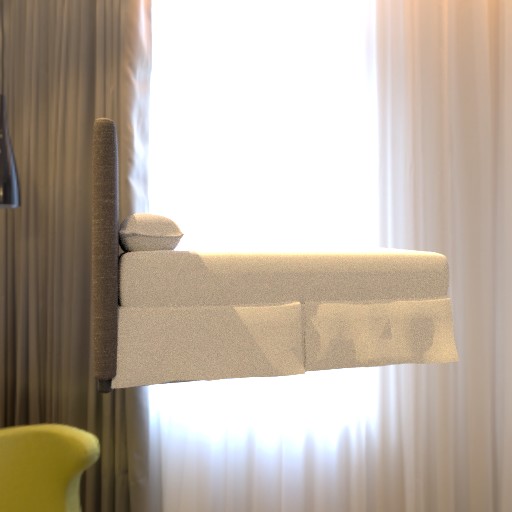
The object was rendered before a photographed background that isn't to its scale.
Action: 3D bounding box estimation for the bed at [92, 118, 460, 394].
[{"bbox_3d":[0.000,0.000,3.187,2.142,1.330,1.723,0,0,-17],"label":"bed"}]
